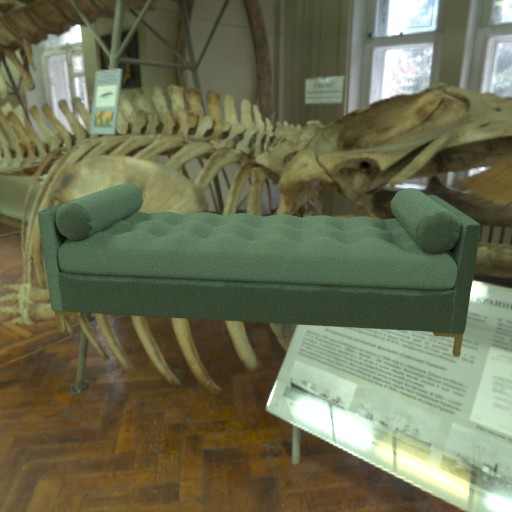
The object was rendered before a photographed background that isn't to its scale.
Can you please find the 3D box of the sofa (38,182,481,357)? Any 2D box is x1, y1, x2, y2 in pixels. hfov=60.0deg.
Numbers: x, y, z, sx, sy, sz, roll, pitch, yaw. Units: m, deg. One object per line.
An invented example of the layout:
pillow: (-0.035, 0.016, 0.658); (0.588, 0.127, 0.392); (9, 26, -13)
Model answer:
sofa: (0.000, 0.000, 2.491); (2.102, 0.705, 0.796); (2, 18, 7)
